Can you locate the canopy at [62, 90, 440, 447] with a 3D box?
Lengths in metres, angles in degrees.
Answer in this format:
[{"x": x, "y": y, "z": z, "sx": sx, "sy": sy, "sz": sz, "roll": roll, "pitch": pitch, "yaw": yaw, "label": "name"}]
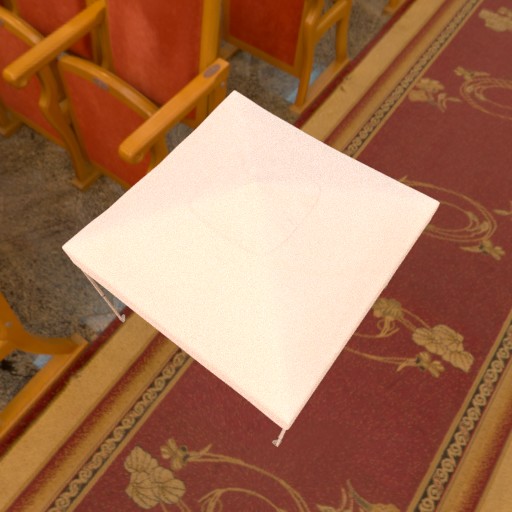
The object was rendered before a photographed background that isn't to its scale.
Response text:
[{"x": 0.000, "y": 0.000, "z": 5.528, "sx": 2.998, "sy": 2.997, "sz": 2.996, "roll": 34, "pitch": 67, "yaw": 16, "label": "canopy"}]
